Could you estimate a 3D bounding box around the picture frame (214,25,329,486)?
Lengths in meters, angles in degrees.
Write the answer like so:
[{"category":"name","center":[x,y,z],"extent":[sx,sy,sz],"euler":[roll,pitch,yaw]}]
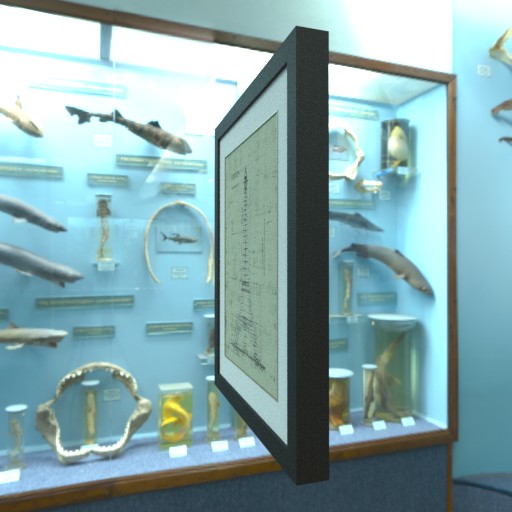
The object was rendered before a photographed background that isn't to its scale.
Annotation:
[{"category":"picture frame","center":[0.000,0.000,0.757],"extent":[0.044,0.555,0.452],"euler":[0,0,-18]}]
